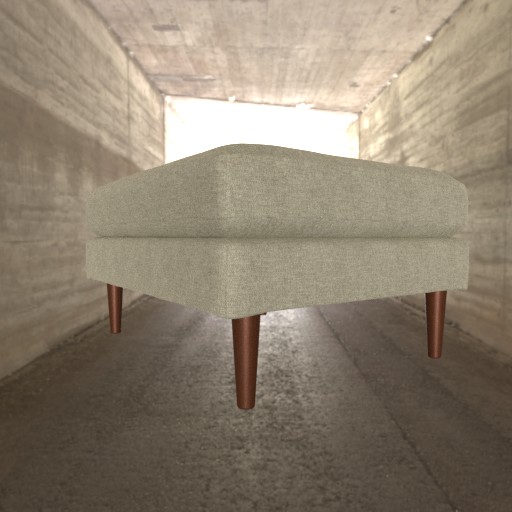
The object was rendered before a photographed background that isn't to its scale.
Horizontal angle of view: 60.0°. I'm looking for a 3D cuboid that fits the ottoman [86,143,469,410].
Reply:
[{"bbox_3d":[0.000,0.000,1.193,0.693,0.474,0.821,-2,3,-35],"label":"ottoman"}]
